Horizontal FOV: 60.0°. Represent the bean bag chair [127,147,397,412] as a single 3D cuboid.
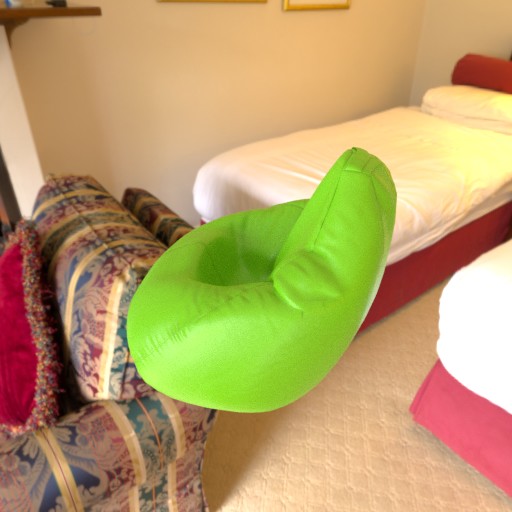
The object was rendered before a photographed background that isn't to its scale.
[{"bbox_3d":[0.000,0.000,1.897,1.070,0.990,1.070,8,32,13],"label":"bean bag chair"}]
